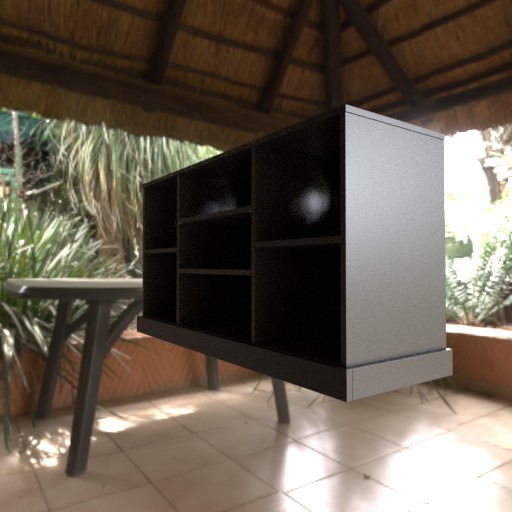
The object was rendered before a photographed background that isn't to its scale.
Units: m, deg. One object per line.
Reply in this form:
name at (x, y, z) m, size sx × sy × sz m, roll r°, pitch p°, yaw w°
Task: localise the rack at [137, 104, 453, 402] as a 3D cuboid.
rack at (0.000, 0.000, 1.537) m, size 0.399 × 0.635 × 1.206 m, roll 1°, pitch -1°, yaw -36°
